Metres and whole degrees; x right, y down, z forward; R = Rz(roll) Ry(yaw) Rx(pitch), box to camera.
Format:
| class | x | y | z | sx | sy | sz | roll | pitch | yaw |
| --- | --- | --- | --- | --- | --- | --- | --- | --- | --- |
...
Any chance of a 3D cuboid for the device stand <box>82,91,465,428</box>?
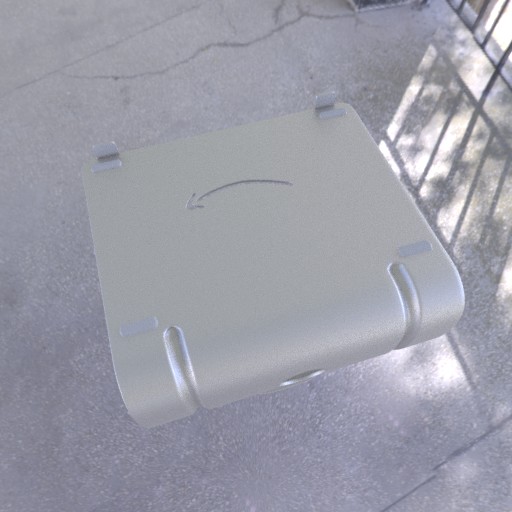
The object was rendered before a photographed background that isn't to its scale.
| class | x | y | z | sx | sy | sz | roll | pitch | yaw |
| --- | --- | --- | --- | --- | --- | --- | --- | --- | --- |
| device stand | 0.000 | 0.000 | 0.398 | 0.256 | 0.155 | 0.236 | -15 | 64 | -8 |
